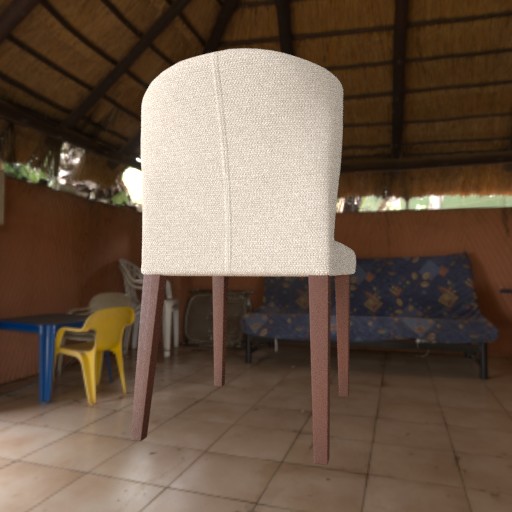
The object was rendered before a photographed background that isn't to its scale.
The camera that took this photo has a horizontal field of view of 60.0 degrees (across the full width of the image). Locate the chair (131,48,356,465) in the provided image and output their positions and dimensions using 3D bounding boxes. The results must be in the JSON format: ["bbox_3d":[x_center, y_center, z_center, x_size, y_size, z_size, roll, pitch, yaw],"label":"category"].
[{"bbox_3d":[0.000,0.000,1.179,0.491,0.839,0.589,-1,-2,17],"label":"chair"}]
